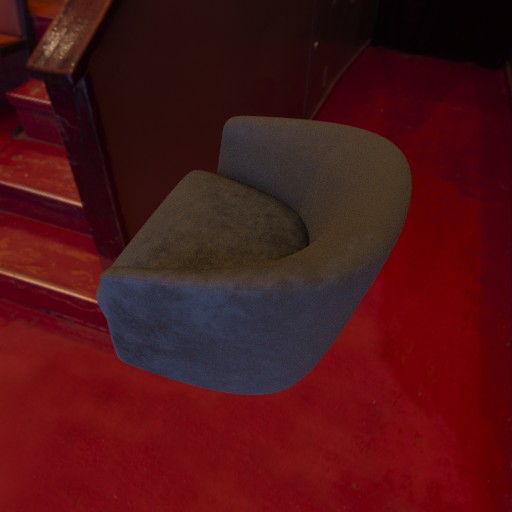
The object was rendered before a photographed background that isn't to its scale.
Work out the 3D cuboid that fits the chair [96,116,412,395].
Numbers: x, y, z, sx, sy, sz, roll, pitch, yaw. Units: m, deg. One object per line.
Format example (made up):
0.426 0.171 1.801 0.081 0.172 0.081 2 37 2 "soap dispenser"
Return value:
0.000 0.000 1.355 0.767 0.698 0.773 15 48 14 "chair"
